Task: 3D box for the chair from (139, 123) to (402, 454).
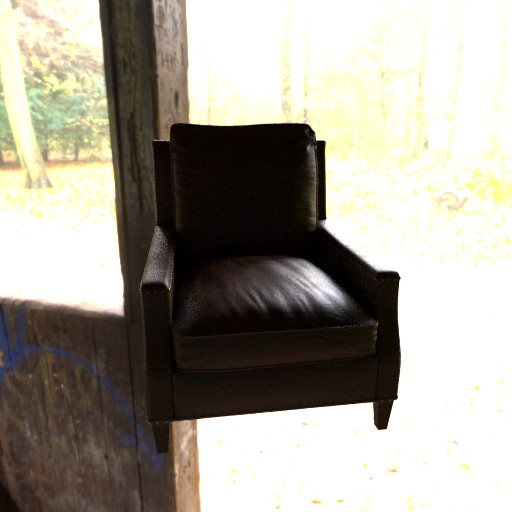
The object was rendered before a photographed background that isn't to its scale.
[{"bbox_3d":[0.000,0.000,1.813,0.854,1.054,1.035,-2,16,-9],"label":"chair"}]
